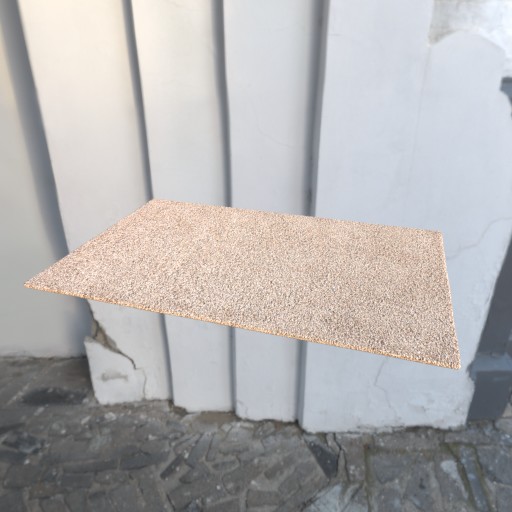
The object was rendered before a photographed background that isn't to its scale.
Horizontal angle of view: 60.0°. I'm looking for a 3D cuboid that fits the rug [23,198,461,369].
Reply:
[{"bbox_3d":[0.000,0.000,3.371,2.743,0.030,1.778,8,28,15],"label":"rug"}]
